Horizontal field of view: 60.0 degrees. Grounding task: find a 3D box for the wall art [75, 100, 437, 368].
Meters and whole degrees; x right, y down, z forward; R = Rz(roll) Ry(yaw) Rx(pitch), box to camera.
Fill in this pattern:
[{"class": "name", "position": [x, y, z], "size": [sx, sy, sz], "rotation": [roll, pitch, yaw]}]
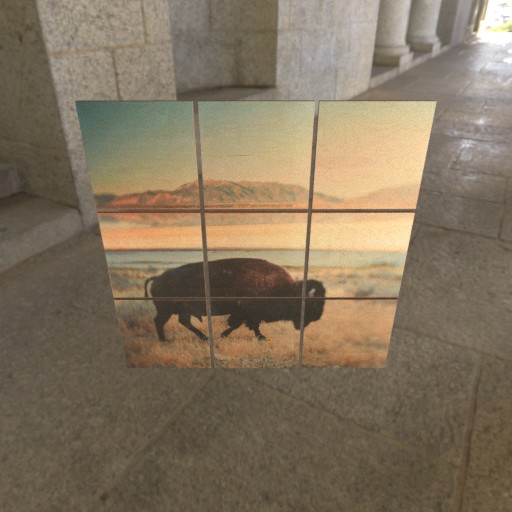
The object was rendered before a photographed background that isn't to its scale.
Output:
[{"class": "wall art", "position": [0.000, 0.000, 1.808], "size": [1.221, 1.218, 0.019], "rotation": [0, 30, 0]}]
